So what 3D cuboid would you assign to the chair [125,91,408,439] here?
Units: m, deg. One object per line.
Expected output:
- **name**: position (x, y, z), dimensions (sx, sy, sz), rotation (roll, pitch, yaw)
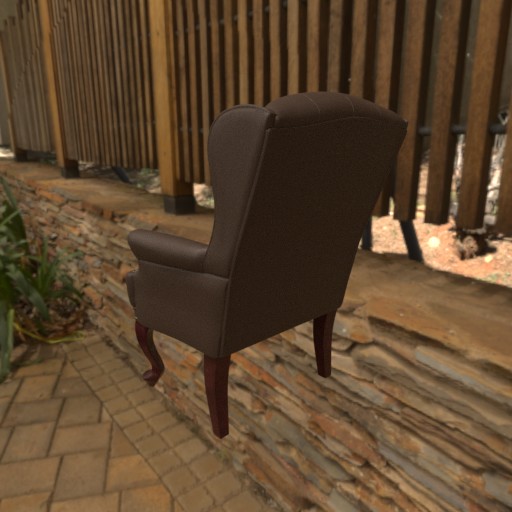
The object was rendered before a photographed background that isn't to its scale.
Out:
- **chair**: position (0.000, 0.000, 1.682), dimensions (0.829, 1.132, 0.819), rotation (-14, 21, -41)
